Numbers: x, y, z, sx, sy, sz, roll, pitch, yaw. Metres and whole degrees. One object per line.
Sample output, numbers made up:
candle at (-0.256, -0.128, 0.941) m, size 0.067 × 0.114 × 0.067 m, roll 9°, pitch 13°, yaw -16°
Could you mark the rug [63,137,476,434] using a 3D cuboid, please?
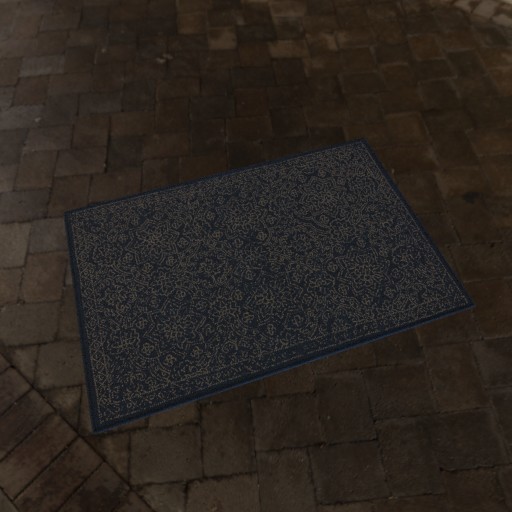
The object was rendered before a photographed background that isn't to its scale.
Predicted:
rug at (0.000, 0.000, 2.286) m, size 1.829 × 0.010 × 1.219 m, roll -16°, pitch 59°, yaw -10°
